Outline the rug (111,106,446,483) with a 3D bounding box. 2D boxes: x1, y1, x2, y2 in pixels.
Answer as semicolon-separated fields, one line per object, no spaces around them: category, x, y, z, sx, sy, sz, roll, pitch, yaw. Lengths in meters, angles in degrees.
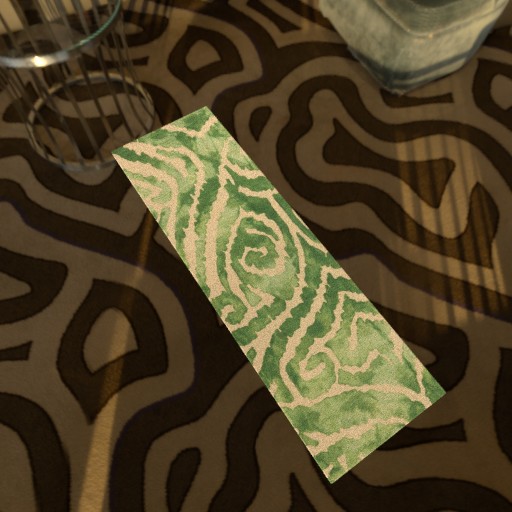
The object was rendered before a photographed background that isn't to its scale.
rug;0.000;0.000;2.679;0.761;0.006;2.438;-31;67;-15
